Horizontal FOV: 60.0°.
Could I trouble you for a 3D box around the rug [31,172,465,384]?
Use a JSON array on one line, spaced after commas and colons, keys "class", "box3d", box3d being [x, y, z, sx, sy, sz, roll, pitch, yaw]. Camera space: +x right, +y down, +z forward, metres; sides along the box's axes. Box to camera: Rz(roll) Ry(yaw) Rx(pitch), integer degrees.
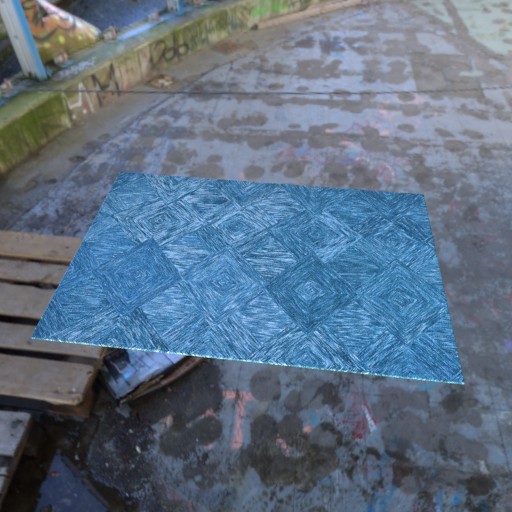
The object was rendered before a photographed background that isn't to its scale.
[{"class": "rug", "box3d": [0.000, 0.000, 2.806, 2.277, 0.015, 1.490, 5, 47, 5]}]
